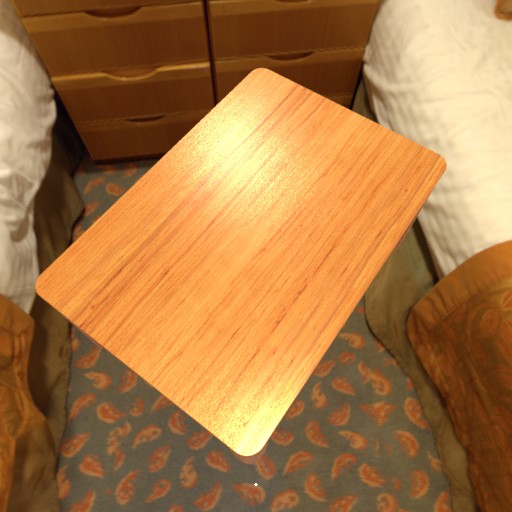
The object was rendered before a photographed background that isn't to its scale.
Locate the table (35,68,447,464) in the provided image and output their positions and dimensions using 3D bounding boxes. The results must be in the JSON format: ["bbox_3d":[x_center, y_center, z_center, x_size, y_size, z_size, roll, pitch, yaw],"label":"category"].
[{"bbox_3d":[0.000,0.000,1.404,0.696,0.445,0.997,33,67,16],"label":"table"}]
